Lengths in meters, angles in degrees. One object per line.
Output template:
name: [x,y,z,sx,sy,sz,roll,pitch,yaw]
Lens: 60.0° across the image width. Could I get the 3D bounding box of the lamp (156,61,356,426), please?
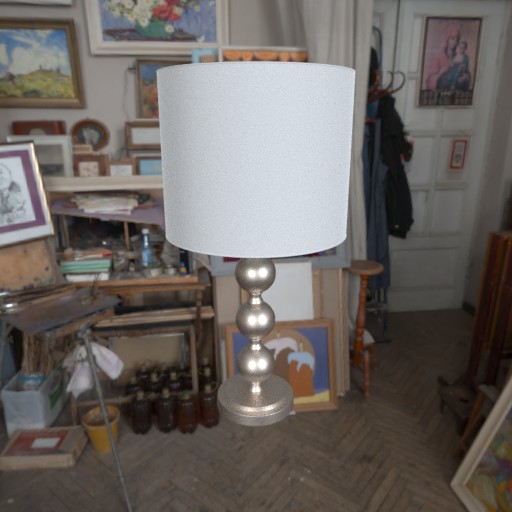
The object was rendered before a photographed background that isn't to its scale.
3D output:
lamp: [0.000,0.000,0.703,0.277,0.538,0.277,16,24,42]
